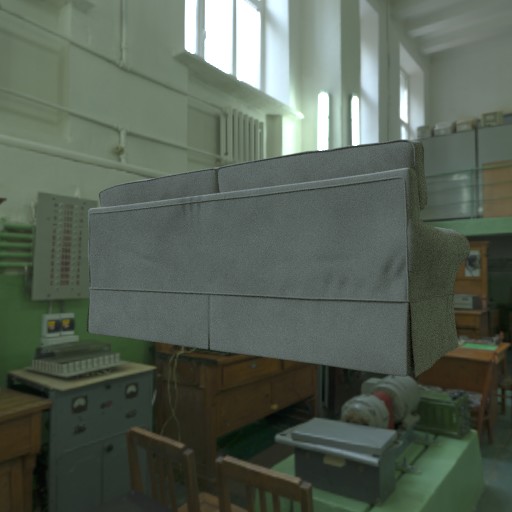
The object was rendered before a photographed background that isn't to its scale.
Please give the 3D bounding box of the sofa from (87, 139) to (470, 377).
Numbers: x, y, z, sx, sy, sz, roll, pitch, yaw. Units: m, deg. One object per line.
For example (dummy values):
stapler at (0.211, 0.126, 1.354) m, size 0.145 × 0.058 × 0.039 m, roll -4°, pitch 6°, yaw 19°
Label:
sofa at (0.000, 0.000, 2.692) m, size 2.246 × 1.014 × 0.900 m, roll -1°, pitch -2°, yaw 35°
